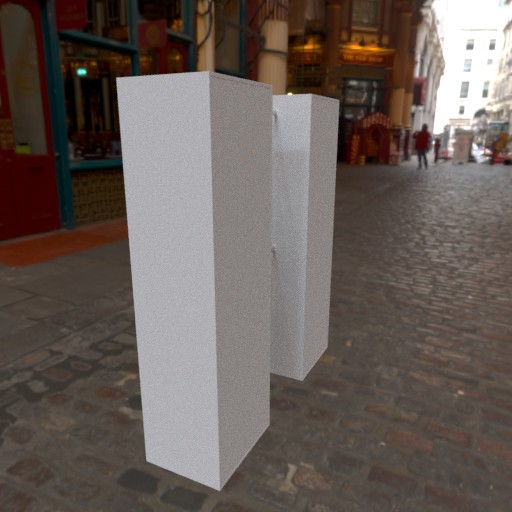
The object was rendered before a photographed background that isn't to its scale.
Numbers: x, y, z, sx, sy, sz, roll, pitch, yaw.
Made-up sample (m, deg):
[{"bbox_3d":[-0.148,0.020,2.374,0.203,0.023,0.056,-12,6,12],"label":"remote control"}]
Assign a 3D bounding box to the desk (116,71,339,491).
[{"bbox_3d":[0.000,0.000,2.868,0.480,2.000,1.770,8,17,26],"label":"desk"}]
